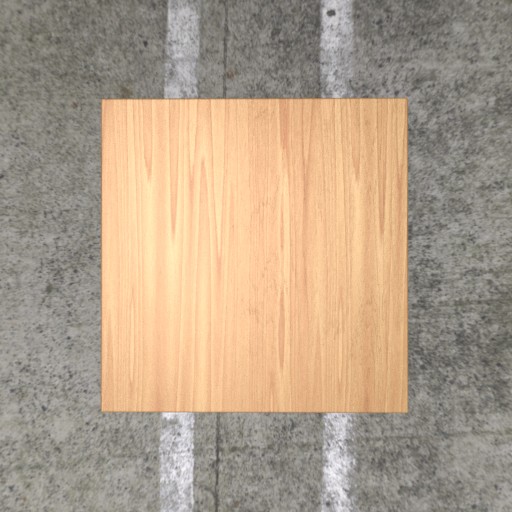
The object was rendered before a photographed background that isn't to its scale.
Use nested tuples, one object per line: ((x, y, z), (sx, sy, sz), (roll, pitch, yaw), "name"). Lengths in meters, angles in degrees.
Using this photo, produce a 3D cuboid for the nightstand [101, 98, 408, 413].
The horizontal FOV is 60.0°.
((0.000, 0.000, 0.907), (0.418, 0.614, 0.428), (0, 90, 0), "nightstand")
